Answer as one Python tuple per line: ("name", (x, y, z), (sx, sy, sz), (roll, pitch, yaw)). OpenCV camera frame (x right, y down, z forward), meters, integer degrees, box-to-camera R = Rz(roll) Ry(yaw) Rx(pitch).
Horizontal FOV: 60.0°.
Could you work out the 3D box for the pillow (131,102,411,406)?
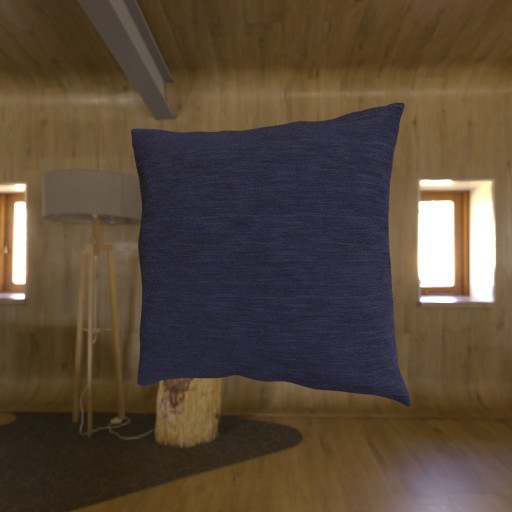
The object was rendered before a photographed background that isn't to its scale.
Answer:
("pillow", (0.000, 0.000, 0.687), (0.452, 0.439, 0.204), (0, -1, 18))
